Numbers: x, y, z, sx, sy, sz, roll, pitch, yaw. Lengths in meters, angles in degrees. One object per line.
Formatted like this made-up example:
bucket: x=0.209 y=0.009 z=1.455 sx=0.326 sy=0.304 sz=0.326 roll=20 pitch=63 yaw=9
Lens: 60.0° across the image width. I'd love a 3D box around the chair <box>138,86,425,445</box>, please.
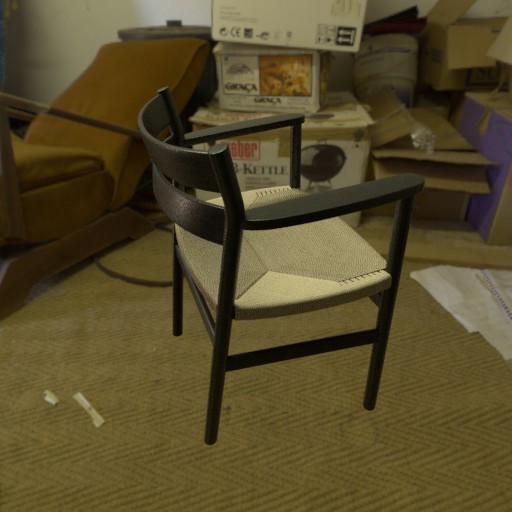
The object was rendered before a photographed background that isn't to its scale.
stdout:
chair: x=0.000 y=0.000 z=1.166 sx=0.508 sy=0.775 sz=0.630 roll=-10 pitch=32 yaw=-17
